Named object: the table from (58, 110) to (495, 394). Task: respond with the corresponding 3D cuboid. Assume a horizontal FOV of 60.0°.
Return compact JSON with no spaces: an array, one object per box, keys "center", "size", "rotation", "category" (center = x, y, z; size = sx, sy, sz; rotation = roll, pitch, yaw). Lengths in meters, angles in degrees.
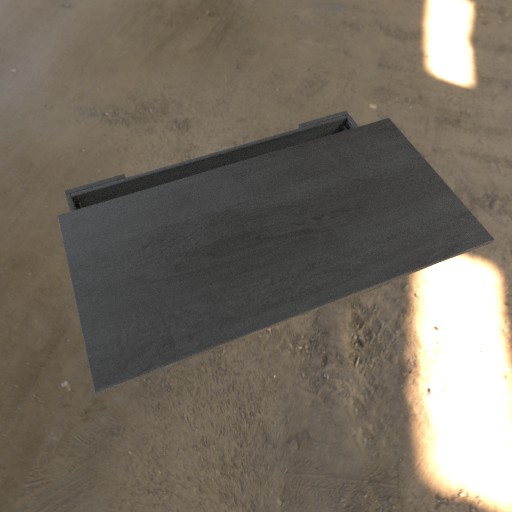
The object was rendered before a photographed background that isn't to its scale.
[{"center":[0.000,0.000,1.421],"size":[1.000,0.570,0.711],"rotation":[-19,59,-12],"category":"table"}]
